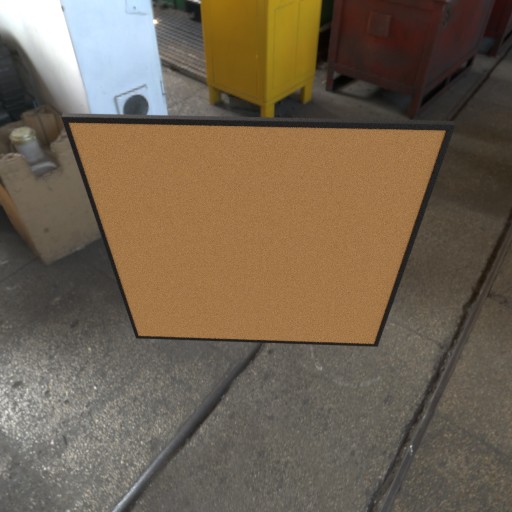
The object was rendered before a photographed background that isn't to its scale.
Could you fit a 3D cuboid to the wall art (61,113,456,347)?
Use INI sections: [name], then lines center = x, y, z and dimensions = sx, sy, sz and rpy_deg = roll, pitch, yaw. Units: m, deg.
[wall art]
center = 0.000, 0.000, 0.986
dimensions = 0.664, 0.663, 0.015
rpy_deg = 2, 45, 2
